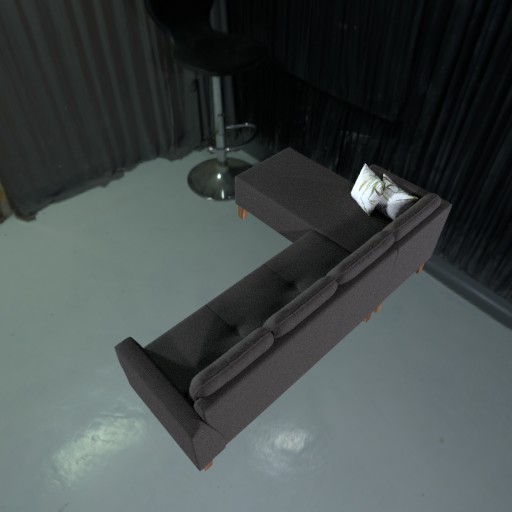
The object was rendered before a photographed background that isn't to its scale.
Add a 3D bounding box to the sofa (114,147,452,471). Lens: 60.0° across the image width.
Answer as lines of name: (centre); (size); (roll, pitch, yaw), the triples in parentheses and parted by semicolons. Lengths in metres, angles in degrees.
sofa: (0.000, 0.000, 3.625); (2.679, 0.932, 1.829); (-34, 55, -28)
